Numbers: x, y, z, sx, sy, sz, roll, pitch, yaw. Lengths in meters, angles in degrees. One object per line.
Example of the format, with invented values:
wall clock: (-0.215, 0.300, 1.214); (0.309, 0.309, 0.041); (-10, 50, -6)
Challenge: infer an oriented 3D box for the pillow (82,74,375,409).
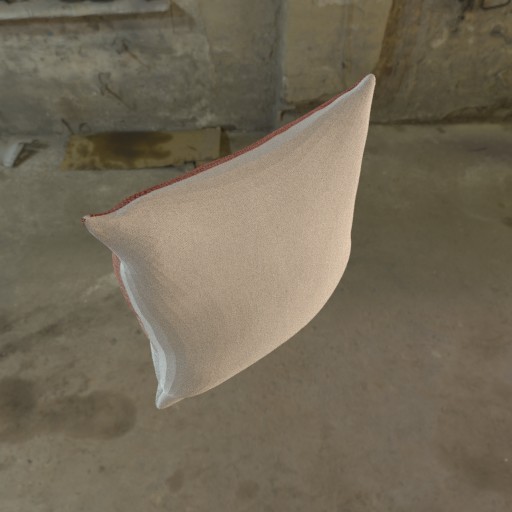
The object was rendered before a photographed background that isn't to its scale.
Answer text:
pillow: (0.000, 0.000, 0.672); (0.440, 0.441, 0.182); (-33, 56, -26)
